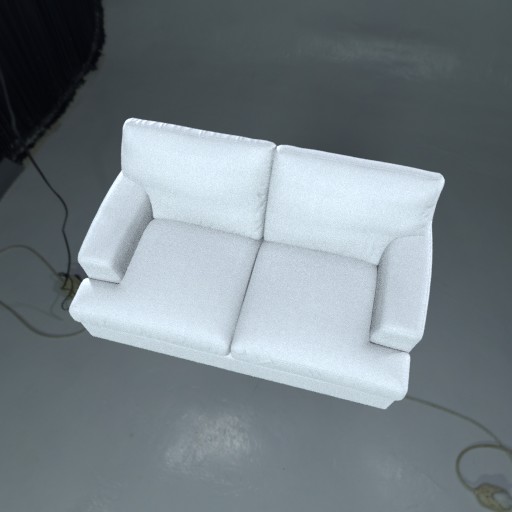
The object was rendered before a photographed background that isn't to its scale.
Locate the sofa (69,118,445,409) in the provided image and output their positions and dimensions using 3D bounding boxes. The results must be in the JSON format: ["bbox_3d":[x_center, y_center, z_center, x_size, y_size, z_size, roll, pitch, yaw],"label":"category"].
[{"bbox_3d":[0.000,0.000,2.509,1.880,0.940,1.143,12,59,7],"label":"sofa"}]
